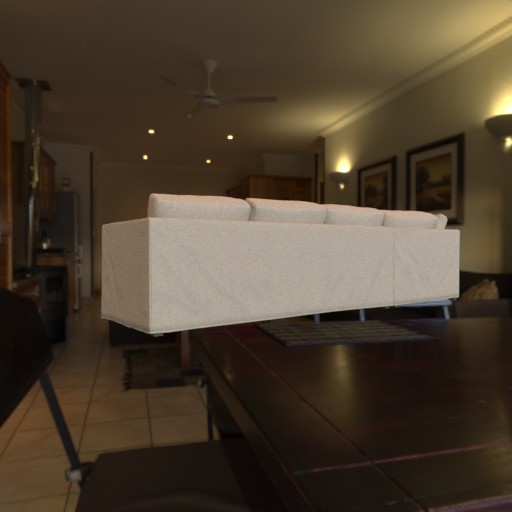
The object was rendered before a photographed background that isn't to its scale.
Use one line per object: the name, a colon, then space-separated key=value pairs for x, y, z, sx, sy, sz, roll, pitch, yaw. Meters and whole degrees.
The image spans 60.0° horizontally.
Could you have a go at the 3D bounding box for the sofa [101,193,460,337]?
sofa: x=0.000 y=0.000 z=4.387 sx=3.182 sy=0.871 sz=2.432 roll=-1 pitch=1 yaw=-35
